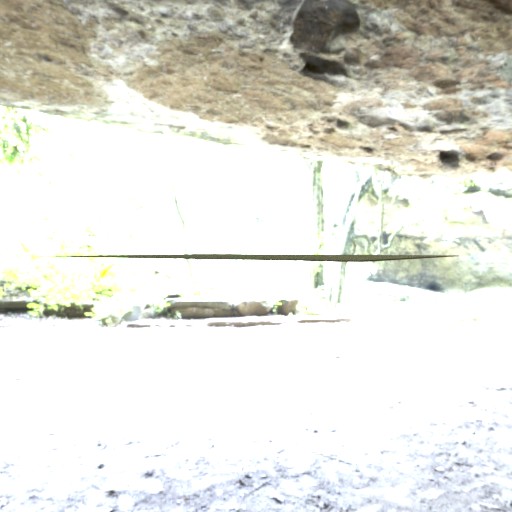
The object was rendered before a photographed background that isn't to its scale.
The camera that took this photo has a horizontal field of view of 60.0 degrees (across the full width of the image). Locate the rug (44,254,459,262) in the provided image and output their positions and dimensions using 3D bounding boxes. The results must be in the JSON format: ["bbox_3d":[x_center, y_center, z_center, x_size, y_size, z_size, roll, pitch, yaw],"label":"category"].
[{"bbox_3d":[0.000,0.000,4.134,3.048,0.012,2.444,1,1,35],"label":"rug"}]
